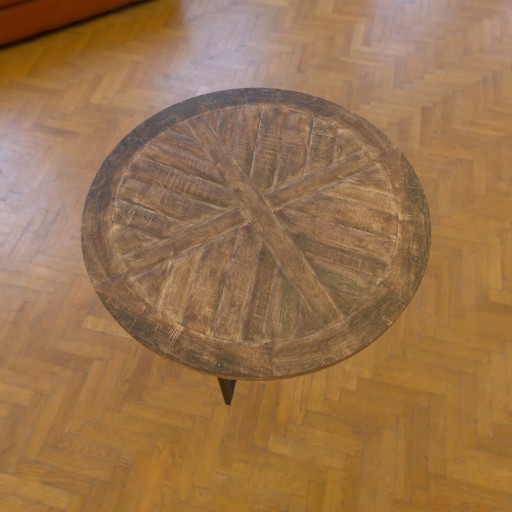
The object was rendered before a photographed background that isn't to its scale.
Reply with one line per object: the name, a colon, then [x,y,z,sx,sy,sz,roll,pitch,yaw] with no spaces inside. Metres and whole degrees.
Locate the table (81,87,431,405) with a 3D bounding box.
table: [0.000,0.000,1.956,1.264,0.762,1.264,0,60,0]
